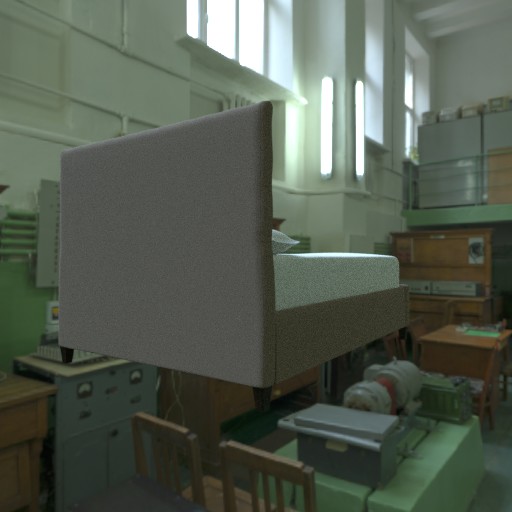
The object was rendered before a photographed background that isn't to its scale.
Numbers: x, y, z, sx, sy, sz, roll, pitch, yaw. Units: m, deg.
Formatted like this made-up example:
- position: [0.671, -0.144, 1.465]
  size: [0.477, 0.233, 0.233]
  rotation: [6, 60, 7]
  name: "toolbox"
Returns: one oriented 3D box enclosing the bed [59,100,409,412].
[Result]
- position: [0.000, 0.000, 3.382]
  size: [1.696, 1.426, 2.233]
  rotation: [0, 0, 35]
  name: "bed"
